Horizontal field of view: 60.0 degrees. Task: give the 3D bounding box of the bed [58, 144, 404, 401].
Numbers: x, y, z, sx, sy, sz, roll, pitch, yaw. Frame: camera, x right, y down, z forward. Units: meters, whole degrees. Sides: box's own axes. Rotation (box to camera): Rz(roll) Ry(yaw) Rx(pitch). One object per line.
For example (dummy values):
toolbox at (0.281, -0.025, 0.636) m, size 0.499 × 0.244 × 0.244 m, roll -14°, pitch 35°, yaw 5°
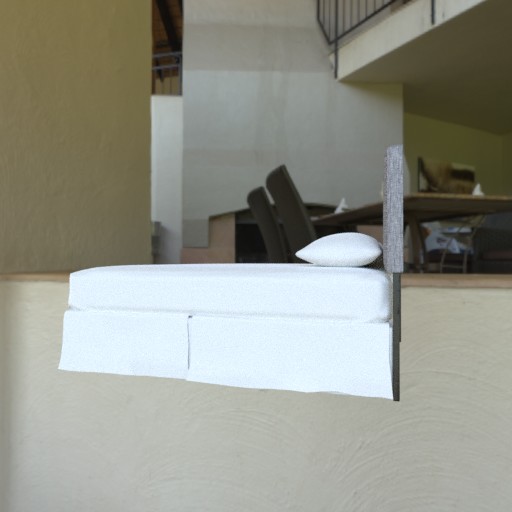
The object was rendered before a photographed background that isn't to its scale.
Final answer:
bed at (0.000, 0.000, 2.964) m, size 1.870 × 1.295 × 1.610 m, roll 0°, pitch -1°, yaw 18°
